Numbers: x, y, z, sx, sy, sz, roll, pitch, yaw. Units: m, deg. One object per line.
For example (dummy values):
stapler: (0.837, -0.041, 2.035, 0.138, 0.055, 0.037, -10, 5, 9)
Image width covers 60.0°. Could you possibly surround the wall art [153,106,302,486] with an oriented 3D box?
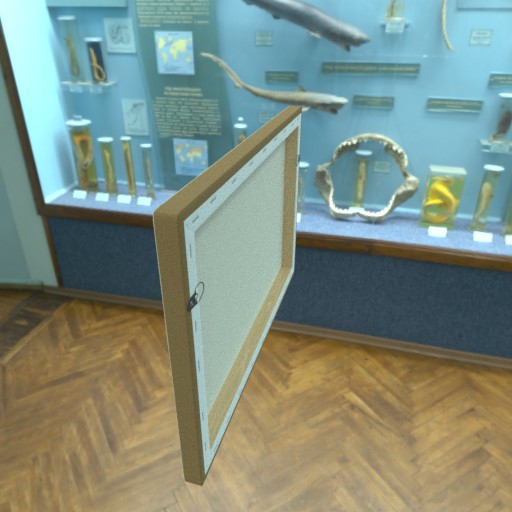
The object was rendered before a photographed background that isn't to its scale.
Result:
wall art: (0.000, 0.000, 0.483, 0.019, 0.254, 0.380, 8, 29, 14)
